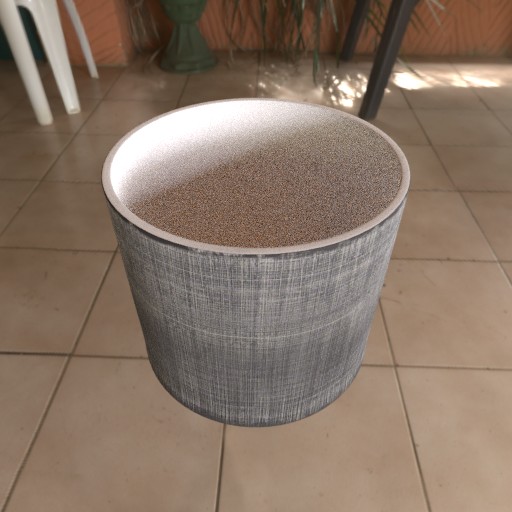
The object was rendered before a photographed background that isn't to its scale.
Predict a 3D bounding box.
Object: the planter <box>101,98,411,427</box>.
[{"bbox_3d":[0.000,0.000,0.315,0.178,0.157,0.178,0,41,0],"label":"planter"}]
